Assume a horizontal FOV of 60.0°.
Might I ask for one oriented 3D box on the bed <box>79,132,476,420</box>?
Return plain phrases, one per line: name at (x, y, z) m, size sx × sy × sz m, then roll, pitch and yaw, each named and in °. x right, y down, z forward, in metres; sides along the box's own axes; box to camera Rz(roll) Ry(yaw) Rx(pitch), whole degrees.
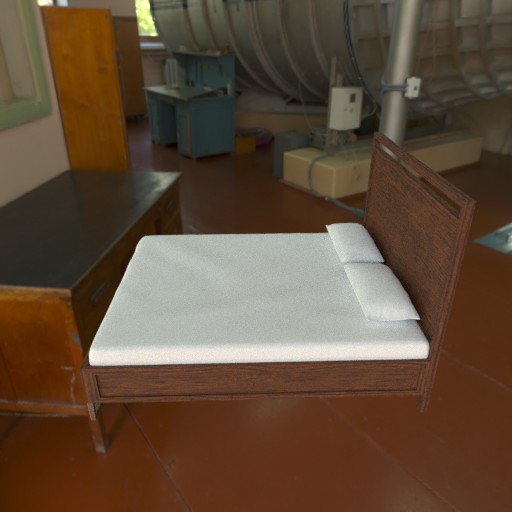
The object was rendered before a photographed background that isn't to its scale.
bed at (0.000, 0.000, 3.375) m, size 2.218 × 1.487 × 1.765 m, roll -1°, pitch 27°, yaw -2°
